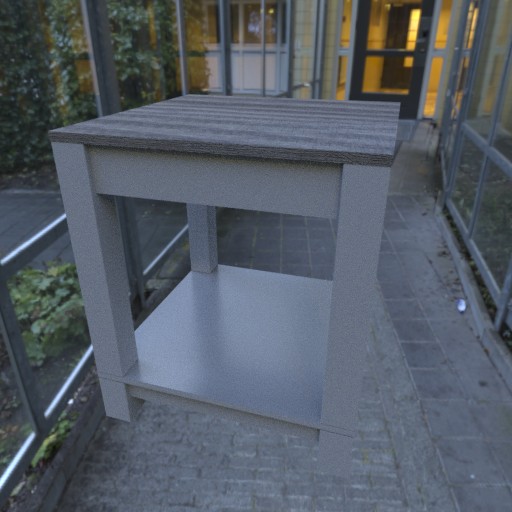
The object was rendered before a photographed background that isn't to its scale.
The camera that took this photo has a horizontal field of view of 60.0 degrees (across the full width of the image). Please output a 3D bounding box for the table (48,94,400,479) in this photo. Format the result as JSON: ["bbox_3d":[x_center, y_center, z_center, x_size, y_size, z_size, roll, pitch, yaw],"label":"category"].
[{"bbox_3d":[0.000,0.000,0.952,0.506,0.587,0.504,8,27,15],"label":"table"}]
